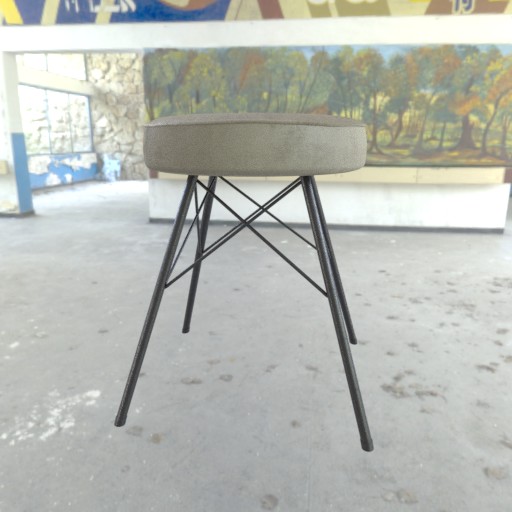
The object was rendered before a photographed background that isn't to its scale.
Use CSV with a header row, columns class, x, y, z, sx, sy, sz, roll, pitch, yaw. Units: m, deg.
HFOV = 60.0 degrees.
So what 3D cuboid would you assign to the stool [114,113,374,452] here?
class,x,y,z,sx,sy,sz,roll,pitch,yaw
stool,0.000,0.000,0.892,0.457,0.538,0.423,2,15,8
